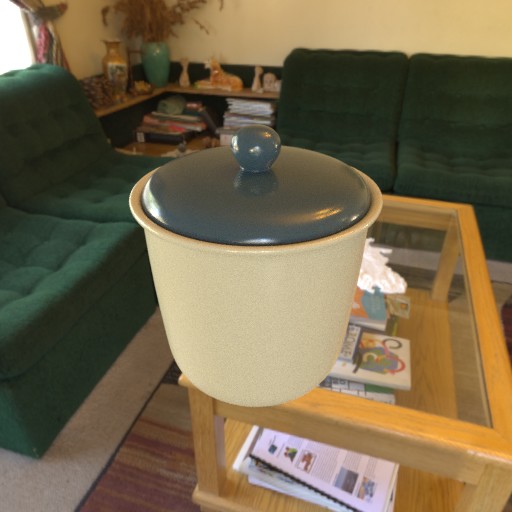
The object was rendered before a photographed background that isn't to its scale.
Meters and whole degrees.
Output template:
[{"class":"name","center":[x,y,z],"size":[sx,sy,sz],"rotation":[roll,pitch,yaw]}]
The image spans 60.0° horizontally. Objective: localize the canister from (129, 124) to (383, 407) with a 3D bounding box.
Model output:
[{"class":"canister","center":[0.000,0.000,0.357],"size":[0.182,0.208,0.182],"rotation":[0,31,0]}]
